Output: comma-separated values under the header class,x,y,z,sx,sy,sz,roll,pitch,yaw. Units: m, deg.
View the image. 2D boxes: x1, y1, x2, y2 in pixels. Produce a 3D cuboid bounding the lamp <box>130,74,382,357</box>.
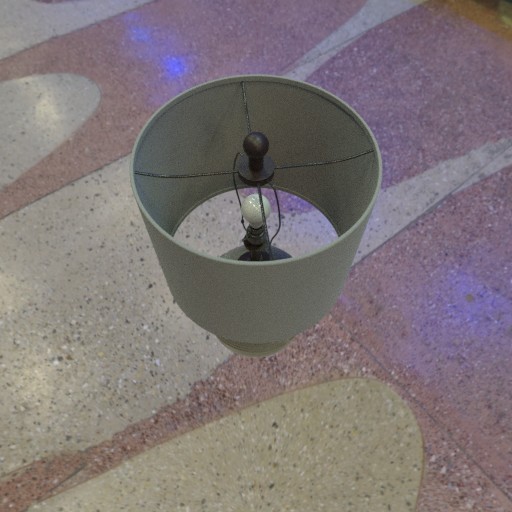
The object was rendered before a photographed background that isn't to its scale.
class,x,y,z,sx,sy,sz,roll,pitch,yaw
lamp,0.000,0.000,0.775,0.318,0.567,0.318,0,59,0
